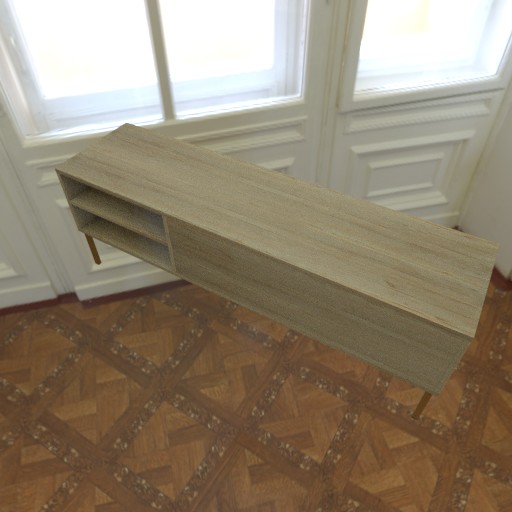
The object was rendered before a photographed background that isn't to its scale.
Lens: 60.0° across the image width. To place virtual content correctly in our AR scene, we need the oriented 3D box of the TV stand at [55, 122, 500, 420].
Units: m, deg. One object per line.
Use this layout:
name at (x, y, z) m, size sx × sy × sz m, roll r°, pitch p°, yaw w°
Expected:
TV stand at (0.000, 0.000, 1.801) m, size 1.600 × 0.550 × 0.420 m, roll 22°, pitch 50°, yaw 20°
